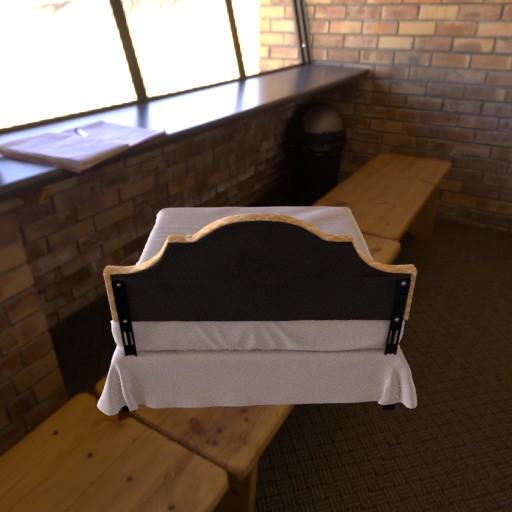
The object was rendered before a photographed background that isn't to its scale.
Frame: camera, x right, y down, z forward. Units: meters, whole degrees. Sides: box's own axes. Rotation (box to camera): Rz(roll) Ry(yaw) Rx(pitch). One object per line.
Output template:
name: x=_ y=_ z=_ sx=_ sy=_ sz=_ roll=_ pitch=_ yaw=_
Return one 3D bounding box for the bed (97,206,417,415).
bed: x=0.000 y=0.000 z=3.811 sx=2.314 sy=1.601 sz=2.222 roll=0 pitch=29 yaw=0
